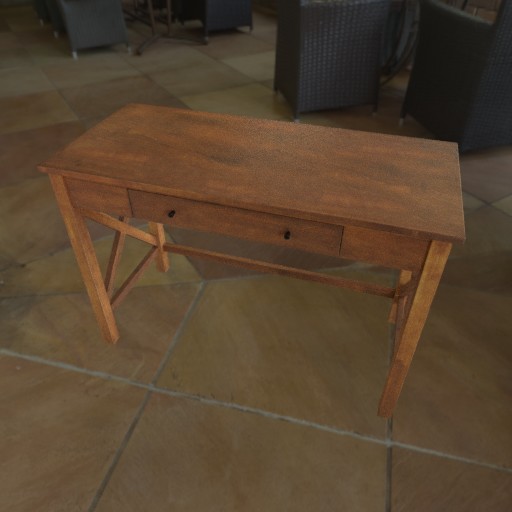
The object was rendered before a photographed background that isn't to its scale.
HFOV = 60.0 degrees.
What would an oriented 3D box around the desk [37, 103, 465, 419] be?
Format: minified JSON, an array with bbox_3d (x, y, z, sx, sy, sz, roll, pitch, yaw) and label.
[{"bbox_3d":[0.000,0.000,1.524,1.117,0.762,0.508,11,41,13],"label":"desk"}]
